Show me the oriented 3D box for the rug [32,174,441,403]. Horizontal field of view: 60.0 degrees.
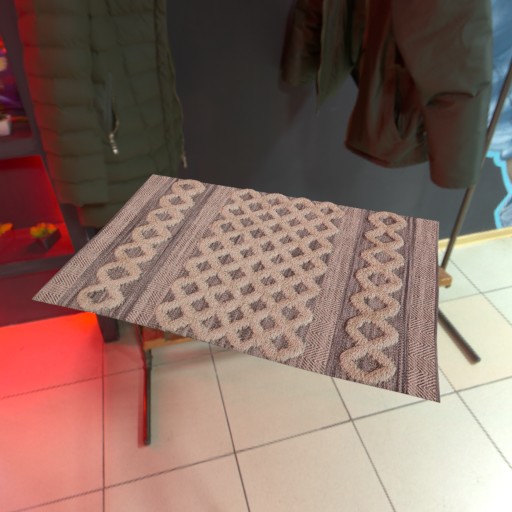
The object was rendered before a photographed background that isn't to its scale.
[{"bbox_3d":[0.000,0.000,2.302,1.823,0.030,1.222,11,41,13],"label":"rug"}]
